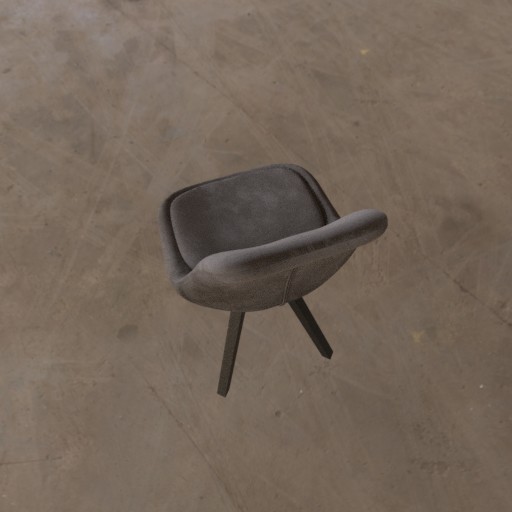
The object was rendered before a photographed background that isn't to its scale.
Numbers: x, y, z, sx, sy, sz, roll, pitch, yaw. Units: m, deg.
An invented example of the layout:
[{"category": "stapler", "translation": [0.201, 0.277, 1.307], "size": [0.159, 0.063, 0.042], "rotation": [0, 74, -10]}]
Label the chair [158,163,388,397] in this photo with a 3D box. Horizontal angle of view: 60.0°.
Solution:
[{"category": "chair", "translation": [0.000, 0.000, 1.203], "size": [0.476, 0.850, 0.550], "rotation": [-17, 60, -10]}]
